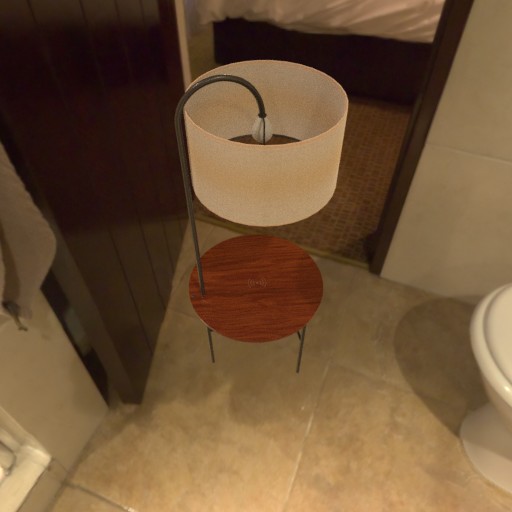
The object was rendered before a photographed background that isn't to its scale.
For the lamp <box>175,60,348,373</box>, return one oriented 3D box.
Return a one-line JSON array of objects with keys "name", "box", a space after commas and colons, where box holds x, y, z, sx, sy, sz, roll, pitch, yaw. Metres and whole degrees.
[{"name": "lamp", "box": [0.000, 0.000, 1.766, 0.573, 1.517, 0.573, 0, 49, 0]}]
